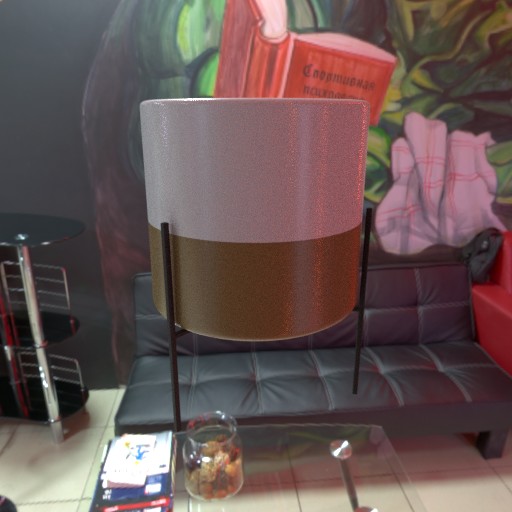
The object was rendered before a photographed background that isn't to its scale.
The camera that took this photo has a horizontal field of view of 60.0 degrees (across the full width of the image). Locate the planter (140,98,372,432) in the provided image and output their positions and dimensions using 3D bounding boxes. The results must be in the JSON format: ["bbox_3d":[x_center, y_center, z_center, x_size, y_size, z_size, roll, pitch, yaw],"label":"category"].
[{"bbox_3d":[0.000,0.000,0.655,0.310,0.432,0.310,9,20,26],"label":"planter"}]
